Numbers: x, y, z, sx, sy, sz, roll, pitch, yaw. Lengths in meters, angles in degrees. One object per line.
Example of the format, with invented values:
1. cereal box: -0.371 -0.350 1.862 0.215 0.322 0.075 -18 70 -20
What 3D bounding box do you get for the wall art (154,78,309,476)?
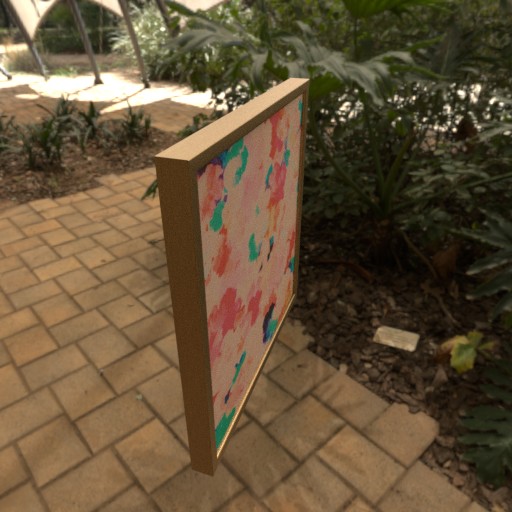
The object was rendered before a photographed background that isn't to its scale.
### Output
1. wall art: 0.000 0.000 0.774 0.037 0.509 0.510 10 32 17
